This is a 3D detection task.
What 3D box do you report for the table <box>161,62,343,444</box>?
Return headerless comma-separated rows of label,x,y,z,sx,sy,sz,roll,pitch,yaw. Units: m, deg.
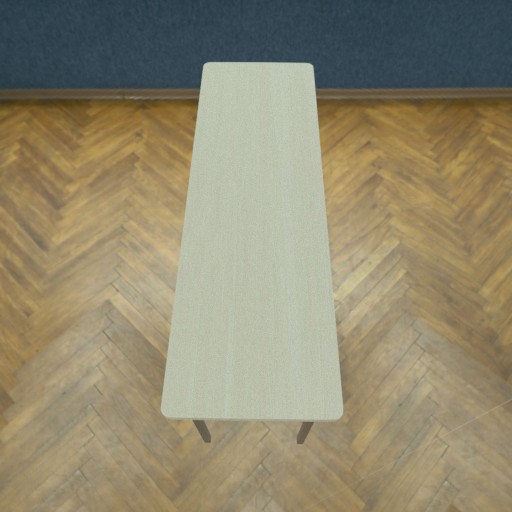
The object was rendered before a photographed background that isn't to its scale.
table,0.000,0.000,1.754,0.446,0.750,1.397,1,58,0
